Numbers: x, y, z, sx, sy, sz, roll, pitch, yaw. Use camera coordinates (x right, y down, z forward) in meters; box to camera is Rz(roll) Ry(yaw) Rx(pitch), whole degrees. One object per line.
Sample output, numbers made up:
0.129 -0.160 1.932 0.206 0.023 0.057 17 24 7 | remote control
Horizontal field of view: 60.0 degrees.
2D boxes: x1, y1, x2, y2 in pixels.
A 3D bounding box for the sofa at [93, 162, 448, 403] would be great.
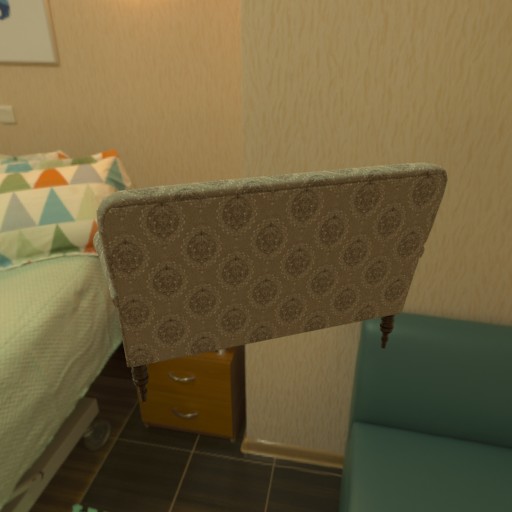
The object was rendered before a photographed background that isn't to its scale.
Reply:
0.000 0.000 1.900 1.297 0.889 0.779 -8 28 -16 | sofa
